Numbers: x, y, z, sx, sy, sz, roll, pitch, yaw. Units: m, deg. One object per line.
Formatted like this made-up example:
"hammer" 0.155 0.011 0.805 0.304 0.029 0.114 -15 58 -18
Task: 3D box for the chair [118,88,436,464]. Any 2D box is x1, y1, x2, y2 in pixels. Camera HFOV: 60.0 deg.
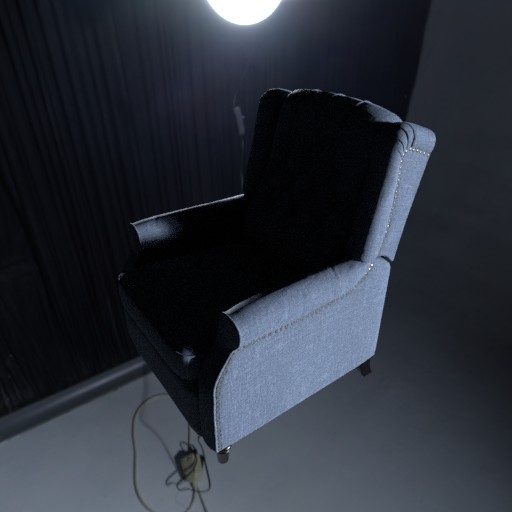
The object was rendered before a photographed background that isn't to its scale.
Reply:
"chair" 0.000 0.000 1.589 0.898 1.035 0.742 -21 37 -30
